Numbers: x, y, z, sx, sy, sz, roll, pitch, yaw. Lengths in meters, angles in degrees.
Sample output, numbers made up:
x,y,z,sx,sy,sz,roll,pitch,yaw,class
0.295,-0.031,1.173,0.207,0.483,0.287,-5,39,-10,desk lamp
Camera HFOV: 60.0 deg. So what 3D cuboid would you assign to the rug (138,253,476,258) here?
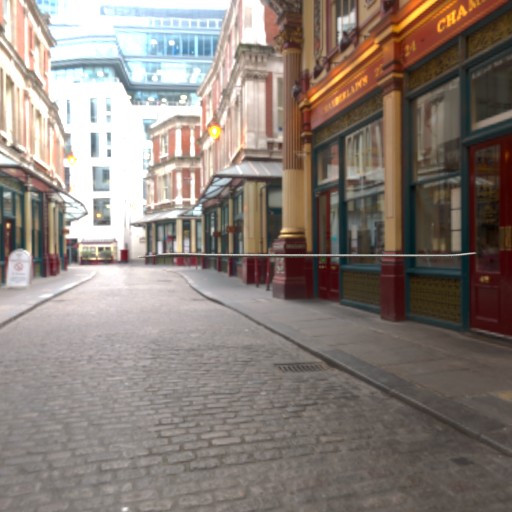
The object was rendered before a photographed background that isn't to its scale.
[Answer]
x,y,z,sx,sy,sz,roll,pitch,yaw,class
0.000,0.000,3.101,1.518,0.023,2.434,0,0,-17,rug
